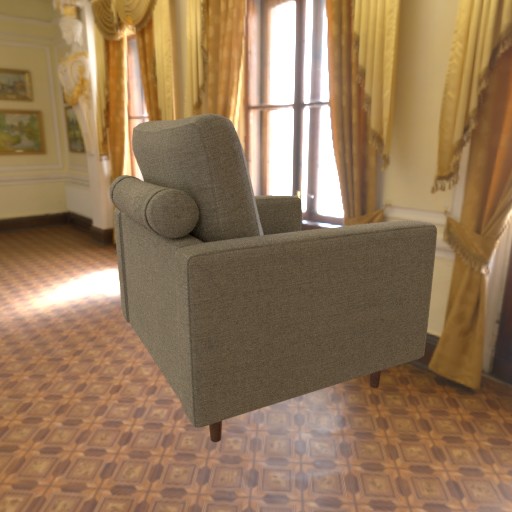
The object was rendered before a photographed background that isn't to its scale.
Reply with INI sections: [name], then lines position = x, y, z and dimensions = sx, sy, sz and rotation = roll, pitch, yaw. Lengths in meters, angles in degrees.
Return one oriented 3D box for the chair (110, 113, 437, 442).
[chair]
position = 0.000, 0.000, 1.498
dimensions = 0.843, 0.880, 0.821
rotation = -8, 17, -27
